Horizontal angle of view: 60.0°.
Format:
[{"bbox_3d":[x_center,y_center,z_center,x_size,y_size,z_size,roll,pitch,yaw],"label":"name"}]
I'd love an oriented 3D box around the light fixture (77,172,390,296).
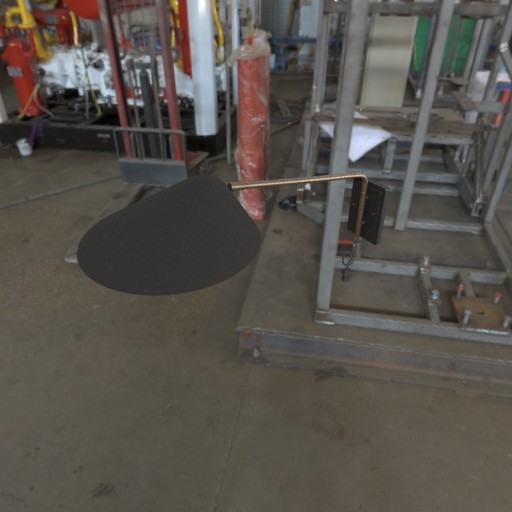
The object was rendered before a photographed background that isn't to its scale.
[{"bbox_3d":[0.000,0.000,0.704,0.516,0.312,0.240,-21,40,-28],"label":"light fixture"}]
